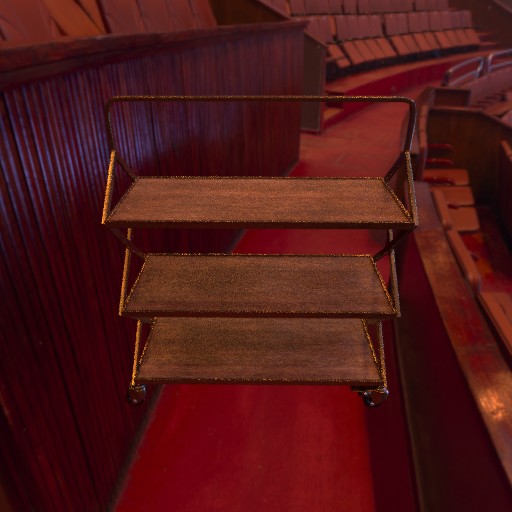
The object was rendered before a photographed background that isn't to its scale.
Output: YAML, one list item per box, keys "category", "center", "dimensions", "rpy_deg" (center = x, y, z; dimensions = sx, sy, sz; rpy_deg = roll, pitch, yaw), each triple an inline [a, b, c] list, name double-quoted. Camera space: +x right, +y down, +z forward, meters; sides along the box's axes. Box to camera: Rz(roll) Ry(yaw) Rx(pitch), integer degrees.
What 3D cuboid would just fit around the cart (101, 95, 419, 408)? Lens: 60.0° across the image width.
- category: "cart"
  center: [0.000, 0.000, 1.170]
  dimensions: [0.723, 0.805, 0.313]
  rpy_deg: [0, 29, 1]
